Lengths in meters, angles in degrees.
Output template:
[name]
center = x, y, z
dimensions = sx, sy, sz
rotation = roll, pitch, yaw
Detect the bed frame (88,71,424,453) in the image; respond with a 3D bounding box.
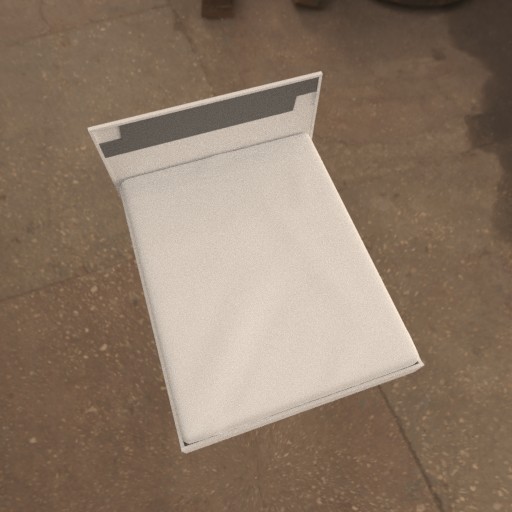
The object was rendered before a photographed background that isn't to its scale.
[bed frame]
center = 0.000, 0.000, 3.135
dimensions = 1.711, 1.001, 2.100
rotation = -17, 65, -8
